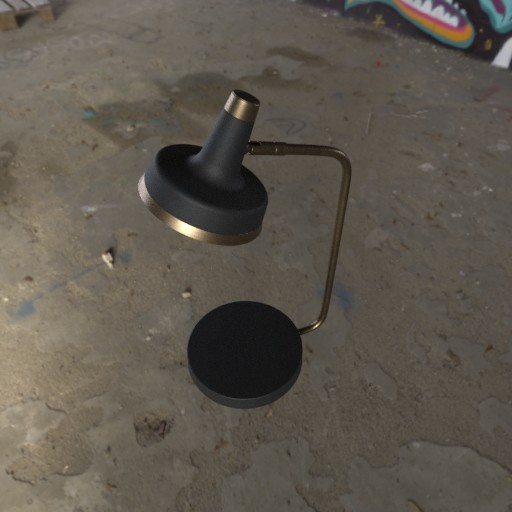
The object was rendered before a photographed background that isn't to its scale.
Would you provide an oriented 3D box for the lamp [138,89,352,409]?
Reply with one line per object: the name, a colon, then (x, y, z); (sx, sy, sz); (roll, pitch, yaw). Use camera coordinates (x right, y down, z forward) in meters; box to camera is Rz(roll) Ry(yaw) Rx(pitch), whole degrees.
lamp: (0.000, 0.000, 0.495); (0.218, 0.385, 0.162); (-15, 47, -15)
